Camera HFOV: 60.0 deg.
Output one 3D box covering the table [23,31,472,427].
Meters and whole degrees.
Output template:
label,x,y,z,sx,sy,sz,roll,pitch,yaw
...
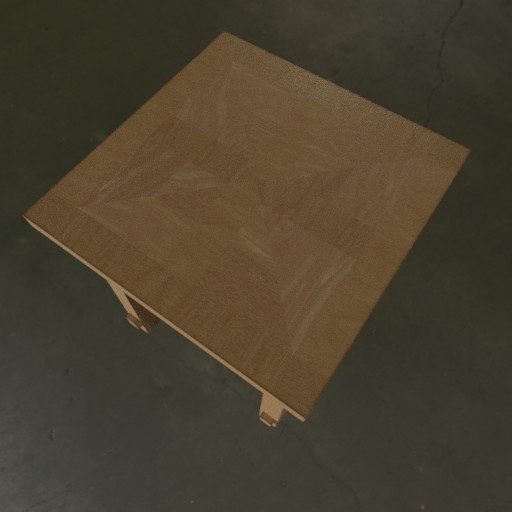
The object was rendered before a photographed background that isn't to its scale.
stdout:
label,x,y,z,sx,sy,sz,roll,pitch,yaw
table,0.000,0.000,1.125,0.610,0.638,0.612,32,68,15
